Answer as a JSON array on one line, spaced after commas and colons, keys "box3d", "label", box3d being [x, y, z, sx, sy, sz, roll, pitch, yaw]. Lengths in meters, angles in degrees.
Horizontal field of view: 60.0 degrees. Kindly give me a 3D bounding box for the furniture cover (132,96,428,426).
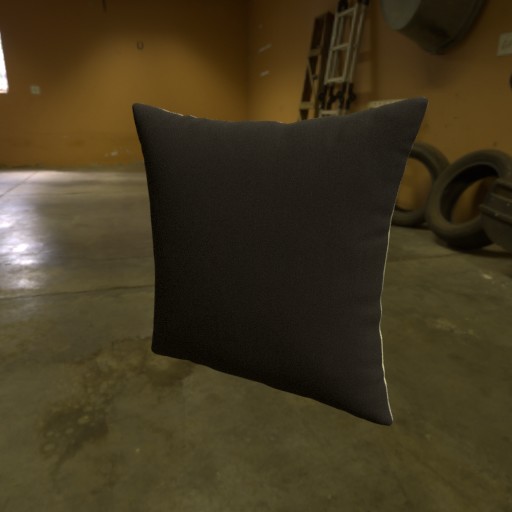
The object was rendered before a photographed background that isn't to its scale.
[{"box3d": [0.000, 0.000, 0.767, 0.511, 0.509, 0.161, 9, 19, 27], "label": "furniture cover"}]
